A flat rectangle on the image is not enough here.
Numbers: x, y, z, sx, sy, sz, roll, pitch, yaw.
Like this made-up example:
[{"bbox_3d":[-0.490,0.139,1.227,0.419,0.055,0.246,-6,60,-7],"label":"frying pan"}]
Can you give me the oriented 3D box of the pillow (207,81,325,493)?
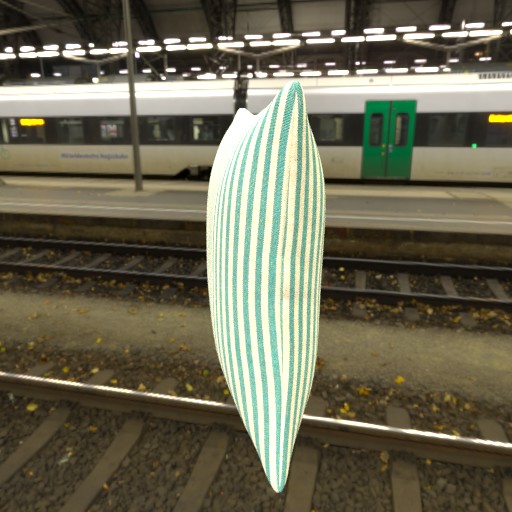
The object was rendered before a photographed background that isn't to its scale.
[{"bbox_3d":[0.000,0.000,0.763,0.166,0.510,0.523,-2,16,-8],"label":"pillow"}]
